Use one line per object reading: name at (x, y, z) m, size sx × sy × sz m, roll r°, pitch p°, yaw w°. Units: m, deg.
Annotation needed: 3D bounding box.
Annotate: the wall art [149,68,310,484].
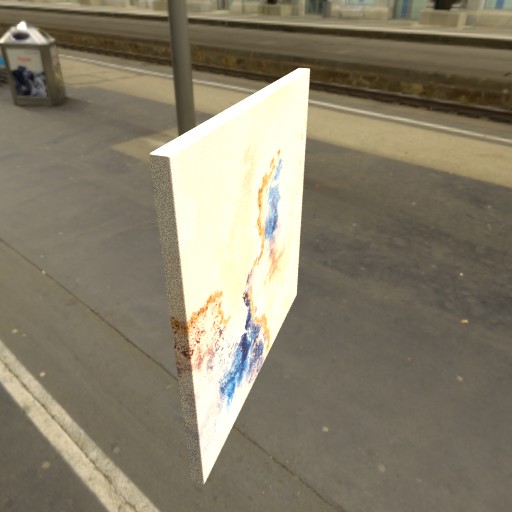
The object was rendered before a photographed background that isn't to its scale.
wall art at (0.000, 0.000, 1.290) m, size 0.038 × 0.889 × 0.889 m, roll 11°, pitch 33°, yaw 17°
